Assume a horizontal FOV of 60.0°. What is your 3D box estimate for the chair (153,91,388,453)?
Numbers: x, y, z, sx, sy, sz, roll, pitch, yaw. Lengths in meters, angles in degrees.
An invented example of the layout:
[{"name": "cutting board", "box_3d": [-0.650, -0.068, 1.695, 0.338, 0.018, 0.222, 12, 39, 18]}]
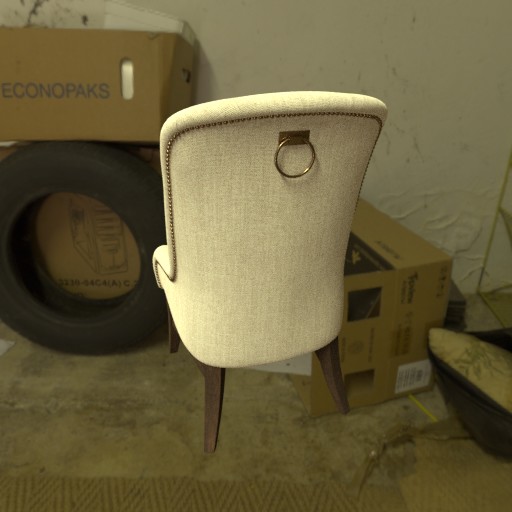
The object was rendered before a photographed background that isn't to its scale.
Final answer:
[{"name": "chair", "box_3d": [0.000, 0.000, 1.497, 0.634, 1.091, 0.629, -9, 27, -18]}]
